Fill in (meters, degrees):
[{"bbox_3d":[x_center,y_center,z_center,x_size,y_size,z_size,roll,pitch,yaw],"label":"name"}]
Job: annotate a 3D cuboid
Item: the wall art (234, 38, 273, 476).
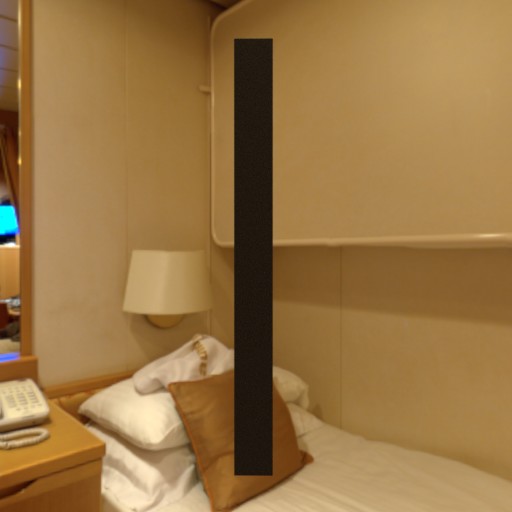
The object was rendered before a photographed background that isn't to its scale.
[{"bbox_3d":[0.000,0.000,0.525,0.029,0.330,0.381,0,0,1],"label":"wall art"}]
